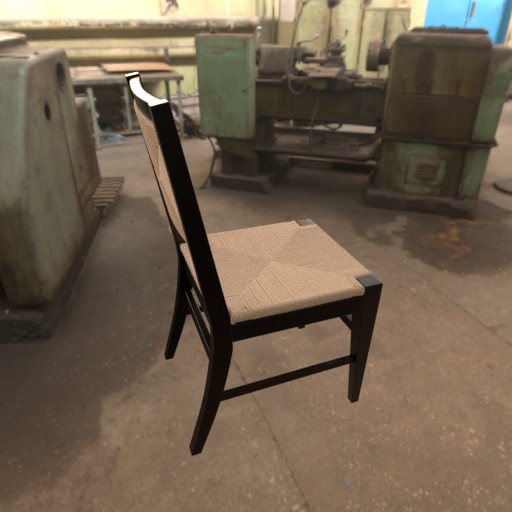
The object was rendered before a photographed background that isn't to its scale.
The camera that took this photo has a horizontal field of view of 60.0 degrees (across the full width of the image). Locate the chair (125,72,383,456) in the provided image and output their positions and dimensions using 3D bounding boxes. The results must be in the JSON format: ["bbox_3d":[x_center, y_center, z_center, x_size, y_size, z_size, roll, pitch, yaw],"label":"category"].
[{"bbox_3d":[0.000,0.000,1.237,0.552,0.927,0.437,-10,31,-17],"label":"chair"}]
